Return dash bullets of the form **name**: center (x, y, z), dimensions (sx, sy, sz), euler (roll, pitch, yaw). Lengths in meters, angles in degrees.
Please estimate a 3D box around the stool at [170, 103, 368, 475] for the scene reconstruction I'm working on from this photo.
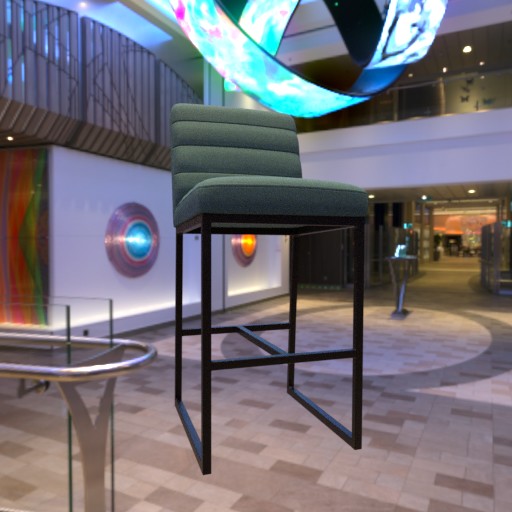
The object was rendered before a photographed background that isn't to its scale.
- **stool**: center (0.000, 0.000, 1.362), dimensions (0.460, 1.040, 0.560), euler (-1, 2, -18)
